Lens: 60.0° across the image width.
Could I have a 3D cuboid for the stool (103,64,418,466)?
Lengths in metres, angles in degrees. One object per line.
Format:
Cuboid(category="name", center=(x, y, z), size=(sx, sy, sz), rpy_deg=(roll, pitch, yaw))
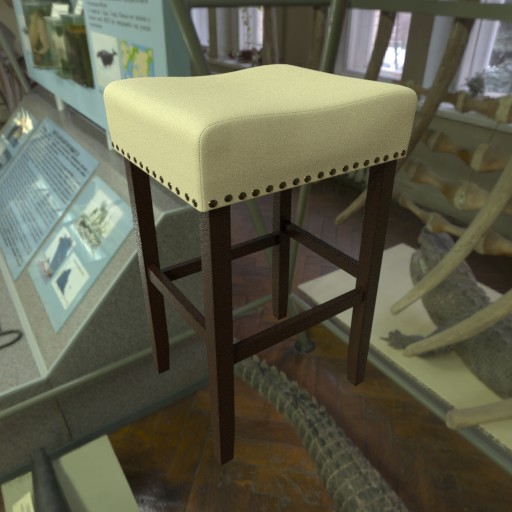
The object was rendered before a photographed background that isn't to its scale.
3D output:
Cuboid(category="stool", center=(0.000, 0.000, 1.029), size=(0.471, 0.762, 0.401), rpy_deg=(-19, 36, -29))
